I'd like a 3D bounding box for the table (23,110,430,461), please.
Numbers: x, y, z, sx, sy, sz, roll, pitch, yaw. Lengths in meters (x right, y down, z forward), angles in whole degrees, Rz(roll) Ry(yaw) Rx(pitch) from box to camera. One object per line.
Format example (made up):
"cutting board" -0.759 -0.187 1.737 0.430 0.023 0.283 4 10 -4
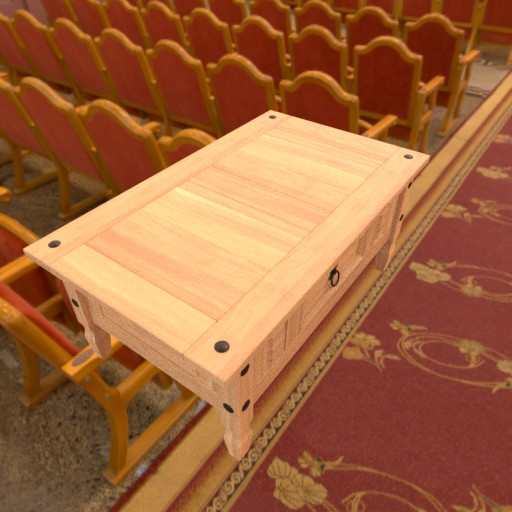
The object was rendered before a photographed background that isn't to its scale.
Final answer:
"table" 0.000 0.000 1.330 0.600 0.437 1.000 25 46 27
